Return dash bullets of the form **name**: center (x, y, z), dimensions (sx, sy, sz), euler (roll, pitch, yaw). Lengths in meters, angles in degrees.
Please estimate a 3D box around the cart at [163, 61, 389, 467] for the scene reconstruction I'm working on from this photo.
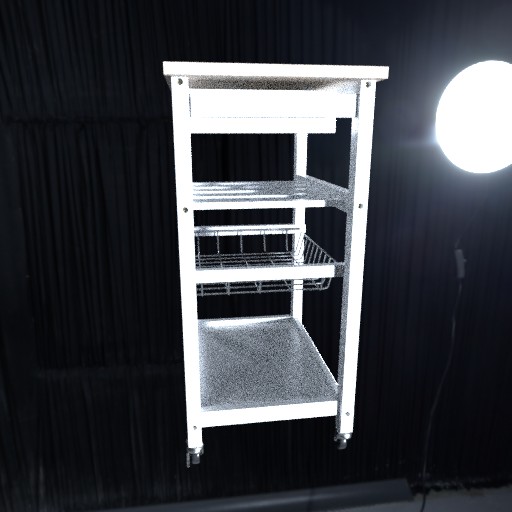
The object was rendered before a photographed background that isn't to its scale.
- **cart**: center (0.000, 0.000, 1.169), dimensions (0.406, 0.857, 0.578), euler (-2, 15, -8)
